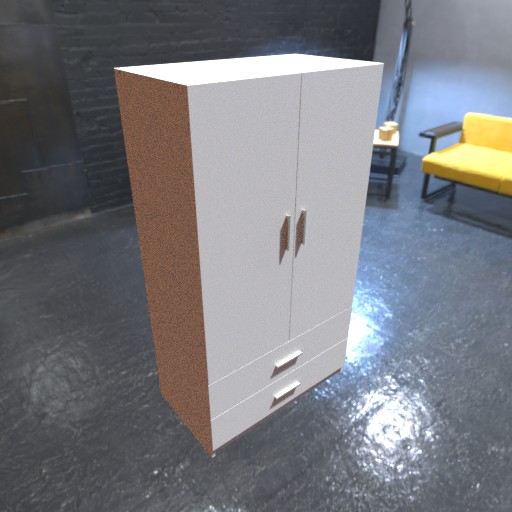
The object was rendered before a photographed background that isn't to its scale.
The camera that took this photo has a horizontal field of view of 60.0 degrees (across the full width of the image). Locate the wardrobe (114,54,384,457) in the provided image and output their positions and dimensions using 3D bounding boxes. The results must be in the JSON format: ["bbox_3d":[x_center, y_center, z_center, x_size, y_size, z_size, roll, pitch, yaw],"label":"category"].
[{"bbox_3d":[0.000,0.000,2.279,0.991,1.808,0.577,-21,36,-33],"label":"wardrobe"}]
